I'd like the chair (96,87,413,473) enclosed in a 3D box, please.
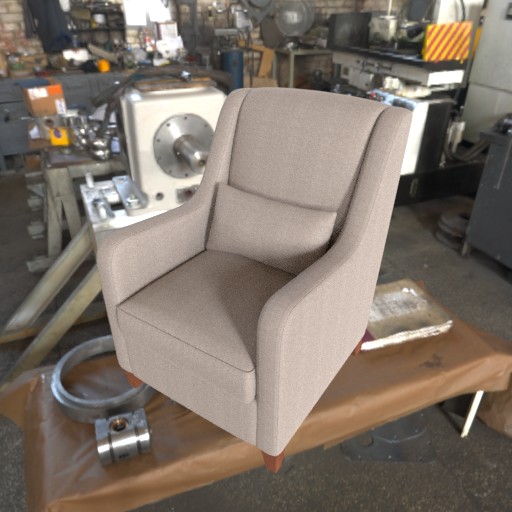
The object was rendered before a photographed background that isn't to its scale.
[{"bbox_3d":[0.000,0.000,1.601,0.715,1.017,0.890,19,36,28],"label":"chair"}]
